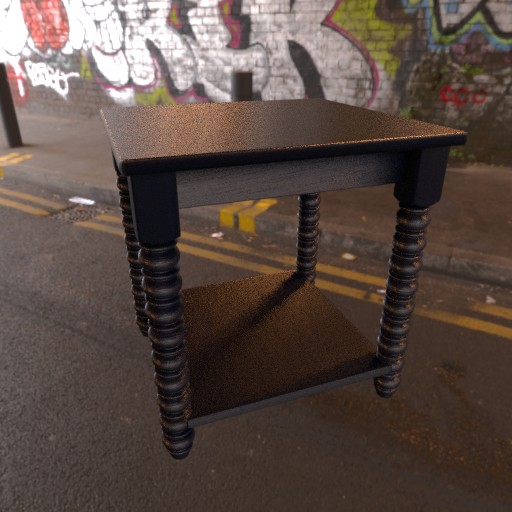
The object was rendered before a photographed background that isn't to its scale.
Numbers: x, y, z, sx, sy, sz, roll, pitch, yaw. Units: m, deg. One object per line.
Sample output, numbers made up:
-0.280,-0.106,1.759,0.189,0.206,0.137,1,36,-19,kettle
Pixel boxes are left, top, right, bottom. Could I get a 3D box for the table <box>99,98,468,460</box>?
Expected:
0.000,0.000,0.944,0.533,0.567,0.500,-9,27,-18,table
